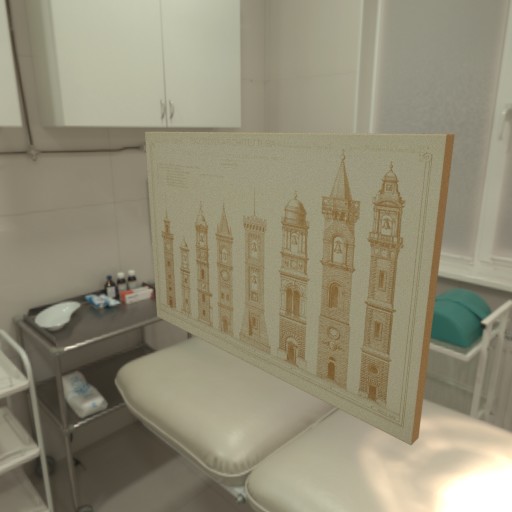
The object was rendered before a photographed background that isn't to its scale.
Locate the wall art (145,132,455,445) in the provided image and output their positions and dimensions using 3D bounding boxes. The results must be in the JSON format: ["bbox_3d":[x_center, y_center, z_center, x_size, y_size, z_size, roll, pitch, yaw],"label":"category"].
[{"bbox_3d":[0.000,0.000,1.134,0.915,0.608,0.033,15,22,42],"label":"wall art"}]
